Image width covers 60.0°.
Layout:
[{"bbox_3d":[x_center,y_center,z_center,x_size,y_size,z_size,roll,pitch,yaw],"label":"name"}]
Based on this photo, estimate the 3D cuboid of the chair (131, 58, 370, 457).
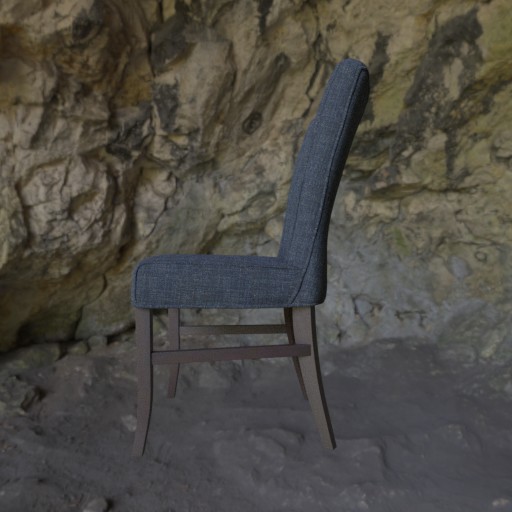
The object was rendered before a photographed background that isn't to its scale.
[{"bbox_3d":[0.000,0.000,1.338,0.660,0.991,0.520,0,-1,-1],"label":"chair"}]
